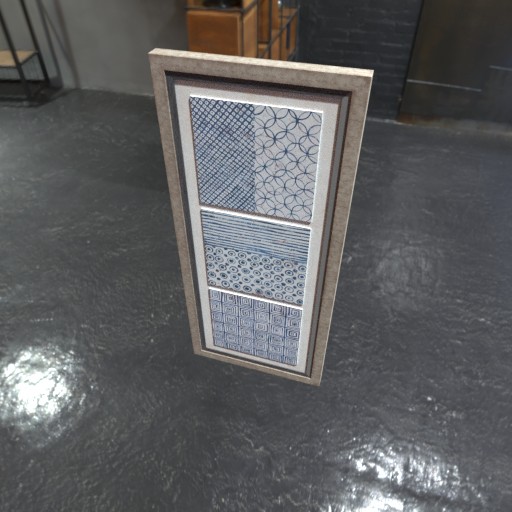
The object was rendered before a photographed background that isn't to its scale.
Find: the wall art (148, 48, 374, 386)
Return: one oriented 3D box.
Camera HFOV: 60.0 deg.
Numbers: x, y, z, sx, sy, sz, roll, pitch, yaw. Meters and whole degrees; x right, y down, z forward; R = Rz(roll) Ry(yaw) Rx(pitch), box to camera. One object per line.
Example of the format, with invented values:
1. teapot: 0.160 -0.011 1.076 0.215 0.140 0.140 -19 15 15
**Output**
1. wall art: 0.000 0.000 1.729 0.648 1.461 0.051 12 43 13
